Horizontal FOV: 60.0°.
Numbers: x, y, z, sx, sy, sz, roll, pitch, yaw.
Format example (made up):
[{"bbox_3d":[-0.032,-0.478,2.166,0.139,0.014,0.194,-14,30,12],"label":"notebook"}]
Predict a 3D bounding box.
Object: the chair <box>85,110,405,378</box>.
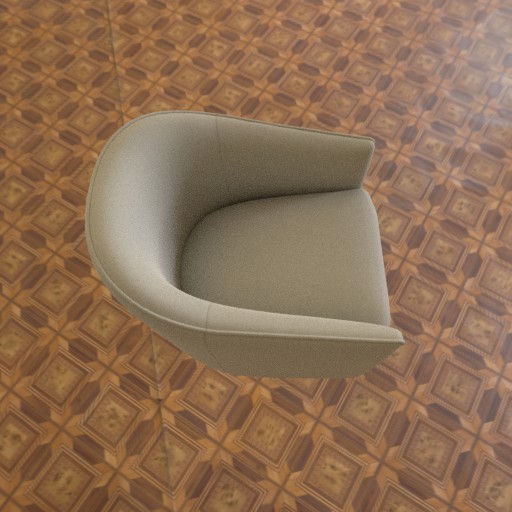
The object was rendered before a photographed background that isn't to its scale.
[{"bbox_3d":[0.000,0.000,1.489,0.875,0.799,0.747,0,64,0],"label":"chair"}]
